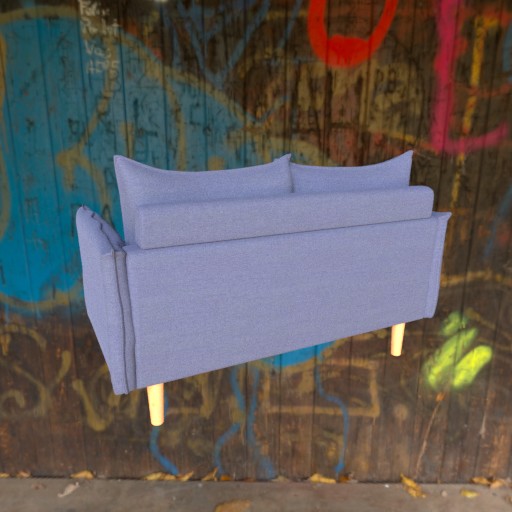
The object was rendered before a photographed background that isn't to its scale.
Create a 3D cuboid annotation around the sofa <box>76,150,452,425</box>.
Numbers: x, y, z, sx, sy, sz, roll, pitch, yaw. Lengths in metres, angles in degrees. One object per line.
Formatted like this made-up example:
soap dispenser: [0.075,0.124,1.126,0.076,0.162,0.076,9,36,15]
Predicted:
sofa: [0.000,0.000,1.810,1.300,0.840,0.820,-8,17,-26]
